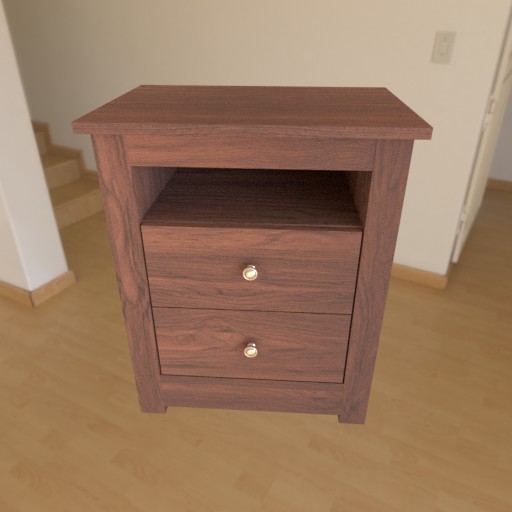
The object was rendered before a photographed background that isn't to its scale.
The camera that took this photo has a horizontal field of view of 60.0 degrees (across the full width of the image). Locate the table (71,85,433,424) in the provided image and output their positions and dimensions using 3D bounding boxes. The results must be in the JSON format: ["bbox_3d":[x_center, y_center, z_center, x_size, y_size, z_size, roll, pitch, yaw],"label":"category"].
[{"bbox_3d":[0.000,0.000,1.066,0.589,0.711,0.406,2,29,3],"label":"table"}]
